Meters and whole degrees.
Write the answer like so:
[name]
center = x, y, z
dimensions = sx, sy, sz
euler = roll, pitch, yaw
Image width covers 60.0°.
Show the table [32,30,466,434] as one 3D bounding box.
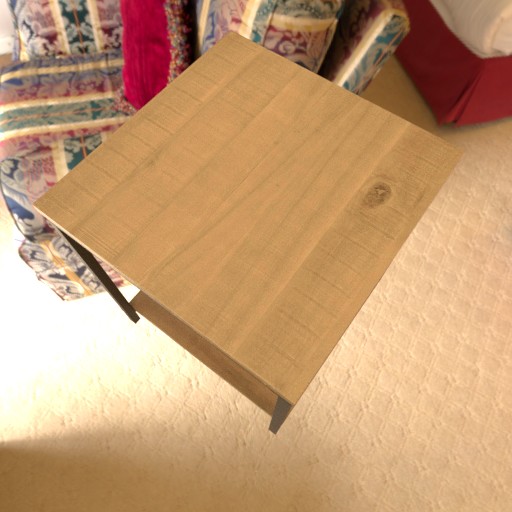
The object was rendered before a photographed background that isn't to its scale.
[table]
center = 0.000, 0.000, 0.986
dimensions = 0.503, 0.589, 0.507
euler = 34, 69, 15
